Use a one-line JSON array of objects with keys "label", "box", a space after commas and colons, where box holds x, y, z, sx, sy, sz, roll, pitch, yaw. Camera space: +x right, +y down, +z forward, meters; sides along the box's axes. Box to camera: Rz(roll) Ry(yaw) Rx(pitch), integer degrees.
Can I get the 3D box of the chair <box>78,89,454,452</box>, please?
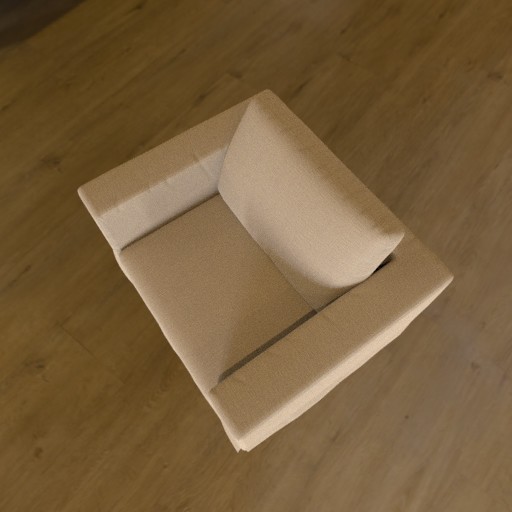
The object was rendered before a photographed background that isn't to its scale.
[{"label": "chair", "box": [0.000, 0.000, 1.812, 0.957, 0.878, 1.150, -32, 68, -15]}]
